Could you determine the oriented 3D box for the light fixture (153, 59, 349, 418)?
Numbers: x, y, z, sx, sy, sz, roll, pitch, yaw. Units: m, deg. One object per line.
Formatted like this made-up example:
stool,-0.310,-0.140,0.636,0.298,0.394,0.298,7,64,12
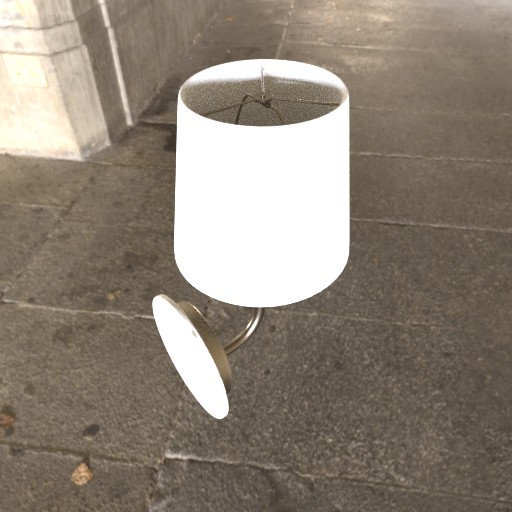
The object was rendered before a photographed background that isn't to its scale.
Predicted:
light fixture,0.000,0.000,0.446,0.188,0.337,0.168,-27,49,-26
